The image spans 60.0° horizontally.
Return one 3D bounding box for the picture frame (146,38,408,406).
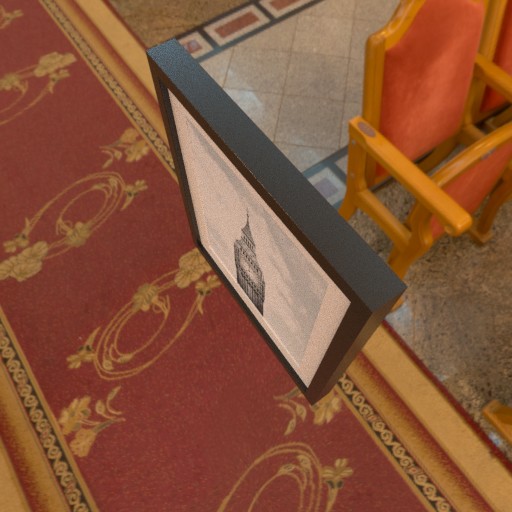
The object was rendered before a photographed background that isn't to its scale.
[{"bbox_3d":[0.000,0.000,0.539,0.034,0.378,0.328,-32,66,-16],"label":"picture frame"}]
